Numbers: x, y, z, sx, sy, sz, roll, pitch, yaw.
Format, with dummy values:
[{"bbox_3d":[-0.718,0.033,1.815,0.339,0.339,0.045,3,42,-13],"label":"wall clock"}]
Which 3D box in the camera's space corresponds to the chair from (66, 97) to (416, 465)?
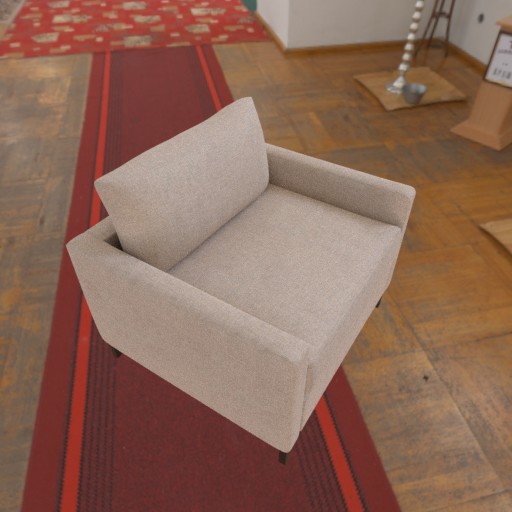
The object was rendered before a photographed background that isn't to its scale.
[{"bbox_3d":[0.000,0.000,1.655,0.866,0.861,0.963,23,47,24],"label":"chair"}]
